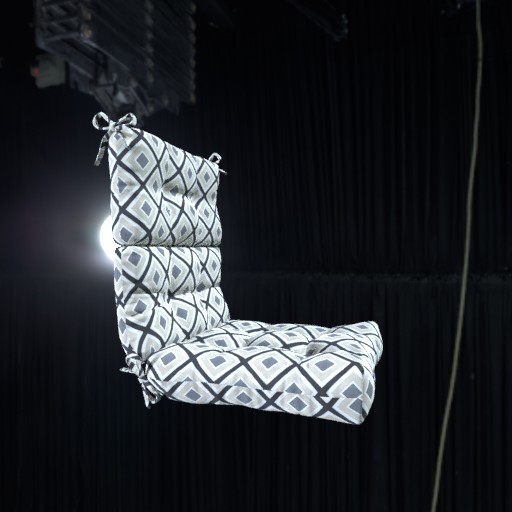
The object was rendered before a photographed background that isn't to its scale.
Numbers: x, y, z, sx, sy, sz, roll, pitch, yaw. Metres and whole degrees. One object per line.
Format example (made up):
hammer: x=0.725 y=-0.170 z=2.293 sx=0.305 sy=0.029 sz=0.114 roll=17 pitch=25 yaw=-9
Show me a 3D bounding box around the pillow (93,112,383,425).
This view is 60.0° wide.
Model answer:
pillow: x=0.000 y=0.000 z=1.061 sx=0.571 sy=0.605 sz=0.519 roll=0 pitch=1 yaw=18
